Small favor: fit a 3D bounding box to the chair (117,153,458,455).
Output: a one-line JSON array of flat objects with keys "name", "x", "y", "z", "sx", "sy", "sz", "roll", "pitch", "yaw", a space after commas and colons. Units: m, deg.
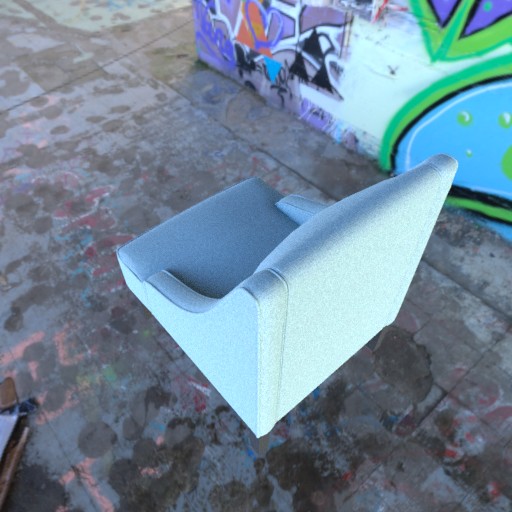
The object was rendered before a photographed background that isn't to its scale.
[{"name": "chair", "x": 0.000, "y": 0.000, "z": 1.884, "sx": 0.857, "sy": 1.133, "sz": 1.025, "roll": -33, "pitch": 56, "yaw": -26}]
